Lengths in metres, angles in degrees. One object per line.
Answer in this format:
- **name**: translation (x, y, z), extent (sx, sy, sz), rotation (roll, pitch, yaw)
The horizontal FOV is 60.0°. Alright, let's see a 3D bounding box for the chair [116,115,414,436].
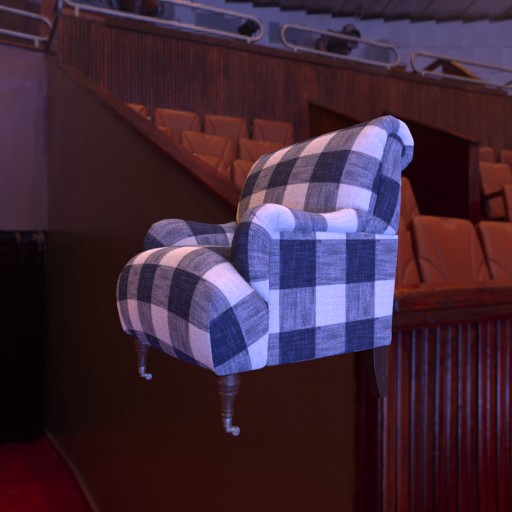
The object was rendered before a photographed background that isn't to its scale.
- **chair**: translation (0.000, 0.000, 1.607), extent (0.848, 0.953, 0.781), rotation (0, 0, -34)
